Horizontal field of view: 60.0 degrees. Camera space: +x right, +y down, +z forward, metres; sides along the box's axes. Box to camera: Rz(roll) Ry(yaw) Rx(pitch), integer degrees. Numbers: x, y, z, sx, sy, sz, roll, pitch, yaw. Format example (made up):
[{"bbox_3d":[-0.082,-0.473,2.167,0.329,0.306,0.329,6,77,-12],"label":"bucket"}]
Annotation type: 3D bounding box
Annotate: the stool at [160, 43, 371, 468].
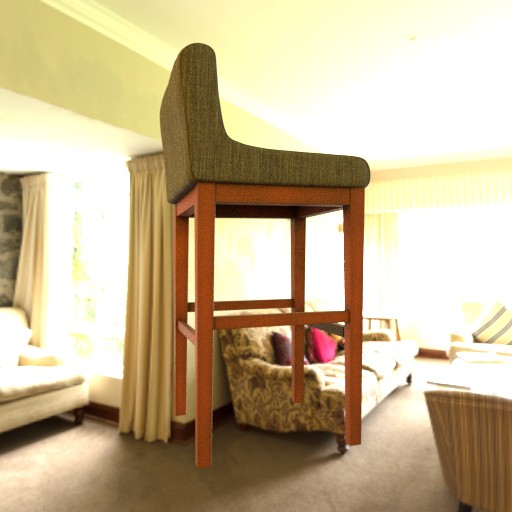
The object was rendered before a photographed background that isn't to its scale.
[{"bbox_3d":[0.000,0.000,1.247,0.499,0.965,0.426,0,-1,-18],"label":"stool"}]
